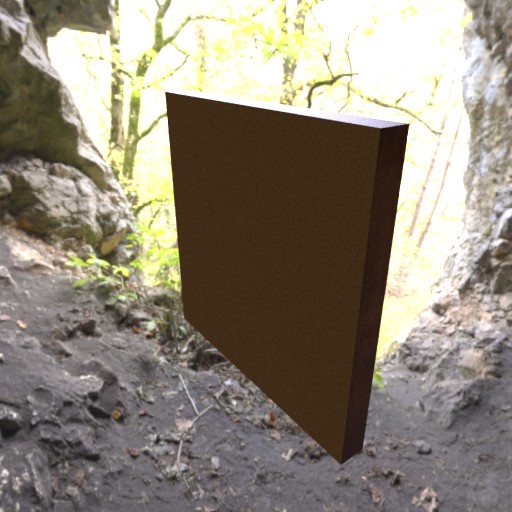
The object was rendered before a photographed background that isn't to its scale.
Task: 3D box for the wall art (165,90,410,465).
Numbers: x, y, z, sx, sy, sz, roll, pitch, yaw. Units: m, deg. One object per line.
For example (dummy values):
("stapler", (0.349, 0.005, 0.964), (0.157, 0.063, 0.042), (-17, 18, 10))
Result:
("wall art", (0.000, 0.000, 0.588), (0.038, 0.385, 0.386), (-18, 31, -33))
